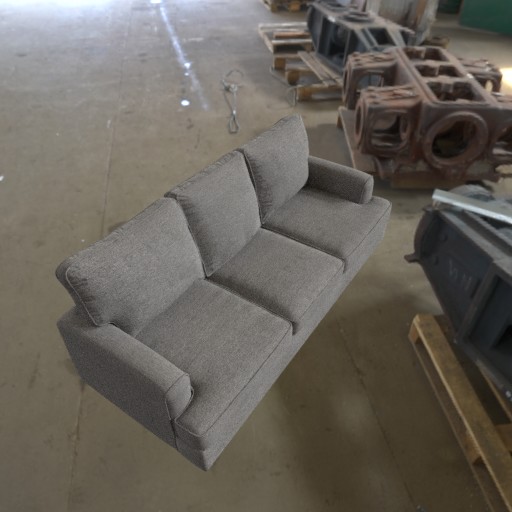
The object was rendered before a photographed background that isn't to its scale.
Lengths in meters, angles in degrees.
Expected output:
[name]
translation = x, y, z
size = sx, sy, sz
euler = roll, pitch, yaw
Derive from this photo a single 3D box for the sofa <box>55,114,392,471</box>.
[sofa]
translation = 0.000, 0.000, 2.690
size = 0.951, 0.965, 2.158
euler = 24, 47, 25
